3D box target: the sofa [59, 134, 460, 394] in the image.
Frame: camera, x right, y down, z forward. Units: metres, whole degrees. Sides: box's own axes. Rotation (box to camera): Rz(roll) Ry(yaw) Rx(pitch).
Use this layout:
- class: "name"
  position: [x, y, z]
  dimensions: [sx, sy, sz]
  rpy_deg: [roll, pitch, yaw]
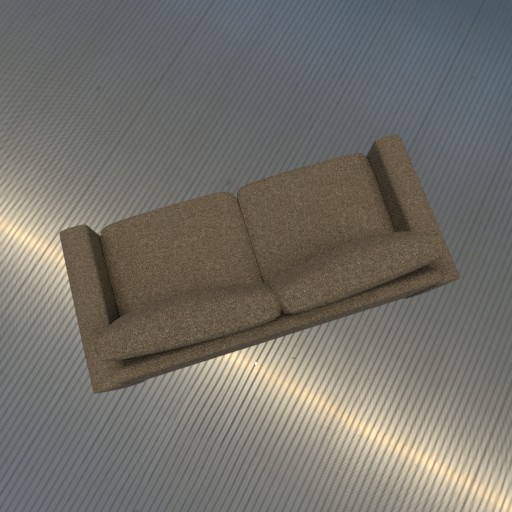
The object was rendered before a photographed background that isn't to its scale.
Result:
- class: "sofa"
  position: [0.000, 0.000, 2.722]
  dimensions: [2.179, 0.873, 1.016]
  rpy_deg: [-17, 77, -4]
